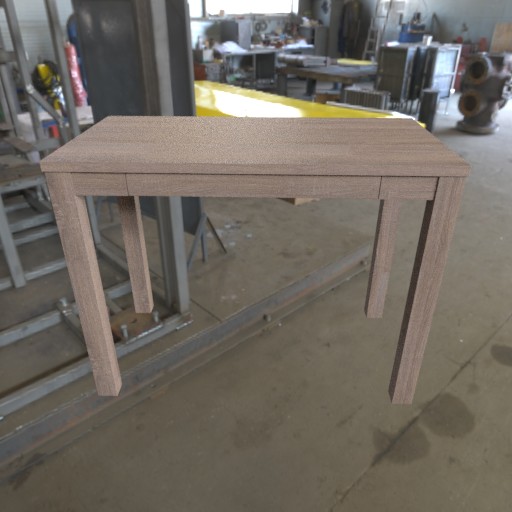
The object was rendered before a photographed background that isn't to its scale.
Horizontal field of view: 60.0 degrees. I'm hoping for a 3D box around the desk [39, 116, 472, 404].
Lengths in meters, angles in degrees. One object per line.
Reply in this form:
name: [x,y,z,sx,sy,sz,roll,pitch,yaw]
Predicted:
desk: [0.000,0.000,1.416,0.991,0.762,0.495,1,29,2]
